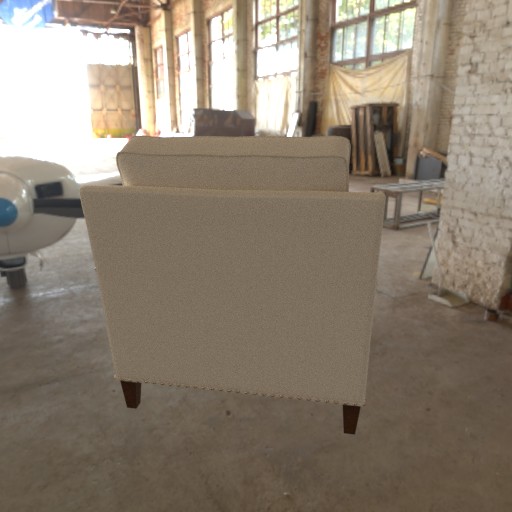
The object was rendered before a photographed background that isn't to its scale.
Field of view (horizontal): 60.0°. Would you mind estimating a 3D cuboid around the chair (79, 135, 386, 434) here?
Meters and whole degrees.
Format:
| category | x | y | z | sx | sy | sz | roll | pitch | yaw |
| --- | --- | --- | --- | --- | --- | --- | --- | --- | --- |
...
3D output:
| category | x | y | z | sx | sy | sz | roll | pitch | yaw |
| --- | --- | --- | --- | --- | --- | --- | --- | --- | --- |
| chair | 0.000 | 0.000 | 1.746 | 0.853 | 0.943 | 1.014 | 3 | 17 | 10 |
